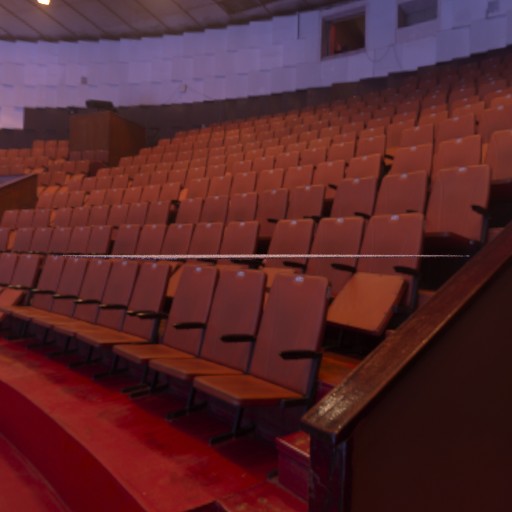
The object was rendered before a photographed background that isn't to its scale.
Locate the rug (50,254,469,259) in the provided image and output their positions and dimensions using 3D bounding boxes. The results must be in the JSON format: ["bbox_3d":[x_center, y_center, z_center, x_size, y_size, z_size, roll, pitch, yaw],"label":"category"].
[{"bbox_3d":[0.000,0.000,4.124,3.056,0.010,2.437,0,1,-36],"label":"rug"}]
